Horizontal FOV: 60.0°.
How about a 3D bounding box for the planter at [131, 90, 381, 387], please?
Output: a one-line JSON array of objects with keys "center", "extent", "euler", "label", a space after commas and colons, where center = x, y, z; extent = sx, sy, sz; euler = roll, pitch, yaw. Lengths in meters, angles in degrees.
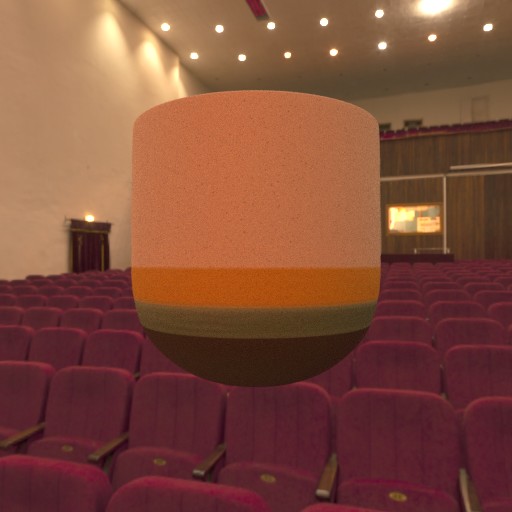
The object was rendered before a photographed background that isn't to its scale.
[{"center": [0.000, 0.000, 0.495], "extent": [0.268, 0.270, 0.268], "euler": [0, -1, 0], "label": "planter"}]
